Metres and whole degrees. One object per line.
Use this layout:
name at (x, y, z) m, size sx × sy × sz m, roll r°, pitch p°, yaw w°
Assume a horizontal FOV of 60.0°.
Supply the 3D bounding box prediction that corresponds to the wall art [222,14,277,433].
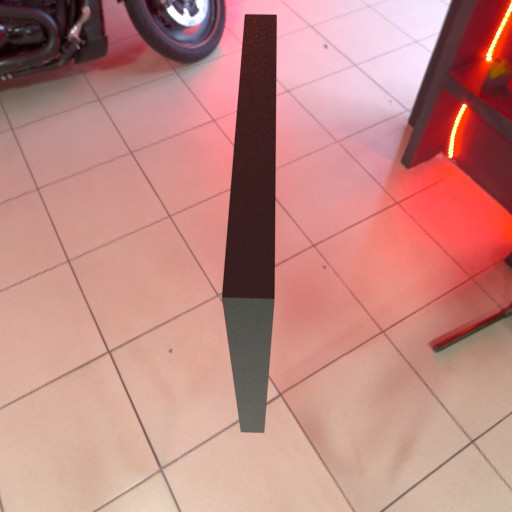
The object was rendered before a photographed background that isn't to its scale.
wall art at (0.000, 0.000, 0.485) m, size 0.030 × 0.369 × 0.294 m, roll 1°, pitch 57°, yaw 1°
